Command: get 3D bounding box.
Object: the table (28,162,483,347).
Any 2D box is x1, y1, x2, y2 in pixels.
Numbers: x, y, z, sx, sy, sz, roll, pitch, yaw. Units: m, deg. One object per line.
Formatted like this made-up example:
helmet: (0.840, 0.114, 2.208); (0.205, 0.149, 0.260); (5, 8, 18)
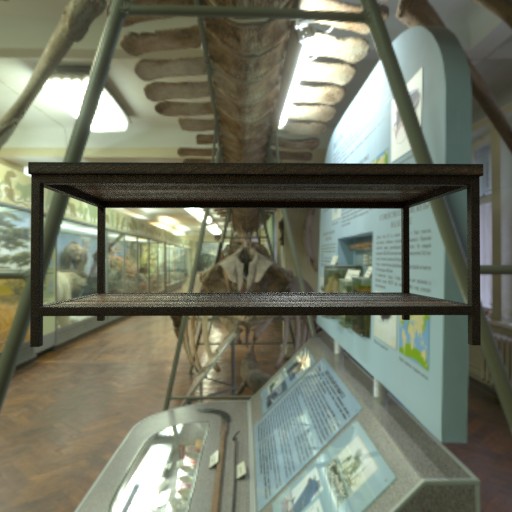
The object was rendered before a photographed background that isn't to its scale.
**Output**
table: (0.000, 0.000, 1.187); (0.990, 0.399, 0.452); (0, -1, -1)
